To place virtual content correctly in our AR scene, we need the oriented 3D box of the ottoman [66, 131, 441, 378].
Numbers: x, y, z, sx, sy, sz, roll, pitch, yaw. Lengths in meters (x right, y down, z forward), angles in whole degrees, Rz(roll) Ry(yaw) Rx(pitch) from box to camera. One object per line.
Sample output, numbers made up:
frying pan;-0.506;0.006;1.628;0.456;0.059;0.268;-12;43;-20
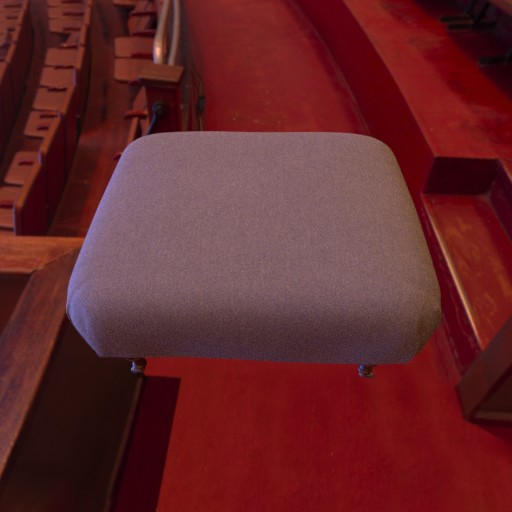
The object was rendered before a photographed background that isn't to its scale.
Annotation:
ottoman;0.000;0.000;1.125;0.747;0.450;0.622;1;46;1
